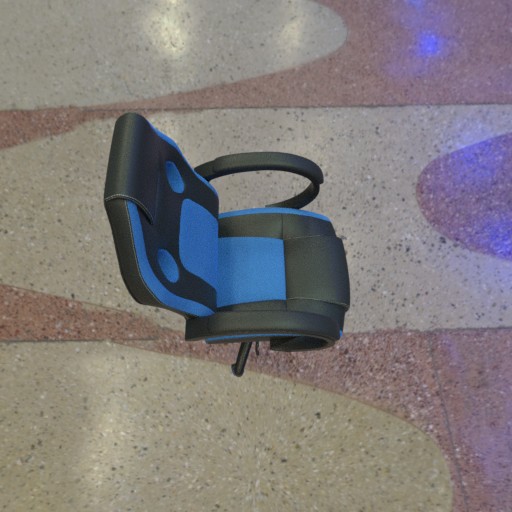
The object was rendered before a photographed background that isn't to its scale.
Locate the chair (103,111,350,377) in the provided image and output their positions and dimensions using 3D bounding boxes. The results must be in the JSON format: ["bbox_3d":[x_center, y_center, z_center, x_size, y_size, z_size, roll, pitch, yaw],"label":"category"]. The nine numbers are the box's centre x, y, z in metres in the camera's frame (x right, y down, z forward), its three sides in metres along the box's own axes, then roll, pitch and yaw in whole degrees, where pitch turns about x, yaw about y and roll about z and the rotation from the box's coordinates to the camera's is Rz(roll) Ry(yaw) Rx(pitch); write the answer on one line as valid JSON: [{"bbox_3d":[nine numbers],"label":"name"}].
[{"bbox_3d":[0.000,0.000,1.593,0.724,1.187,0.673,-1,64,0],"label":"chair"}]
